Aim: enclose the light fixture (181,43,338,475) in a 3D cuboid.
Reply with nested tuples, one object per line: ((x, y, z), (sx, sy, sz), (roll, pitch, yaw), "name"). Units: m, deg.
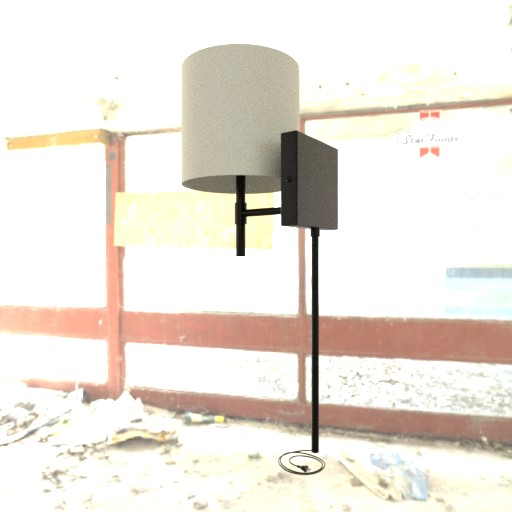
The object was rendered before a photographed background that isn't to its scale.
((0.000, 0.000, 0.690), (0.248, 0.589, 0.188), (0, 0, 36), "light fixture")
